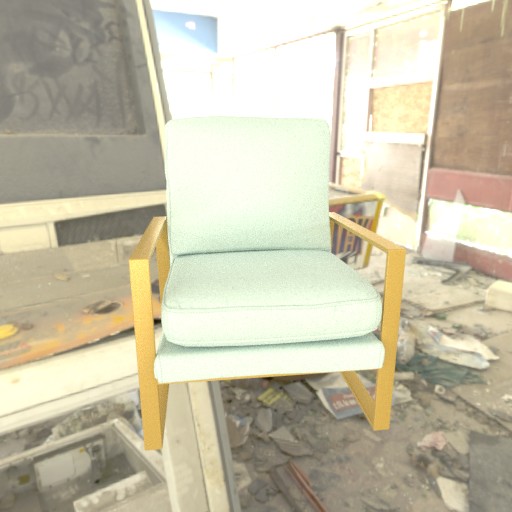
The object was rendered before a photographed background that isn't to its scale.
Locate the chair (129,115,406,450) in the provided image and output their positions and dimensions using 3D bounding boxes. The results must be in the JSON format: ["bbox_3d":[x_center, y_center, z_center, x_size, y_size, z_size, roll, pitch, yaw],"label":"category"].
[{"bbox_3d":[0.000,0.000,1.565,0.758,0.956,0.813,-2,17,-7],"label":"chair"}]
